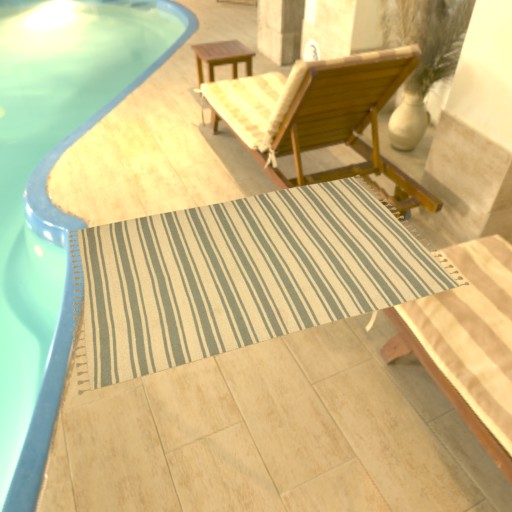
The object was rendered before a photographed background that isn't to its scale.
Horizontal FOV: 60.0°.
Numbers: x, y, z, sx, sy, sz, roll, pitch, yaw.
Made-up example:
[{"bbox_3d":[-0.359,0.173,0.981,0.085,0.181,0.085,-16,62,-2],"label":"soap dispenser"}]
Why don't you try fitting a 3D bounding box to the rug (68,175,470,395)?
[{"bbox_3d":[0.000,0.000,2.606,2.084,0.009,1.222,-13,43,-14],"label":"rug"}]
